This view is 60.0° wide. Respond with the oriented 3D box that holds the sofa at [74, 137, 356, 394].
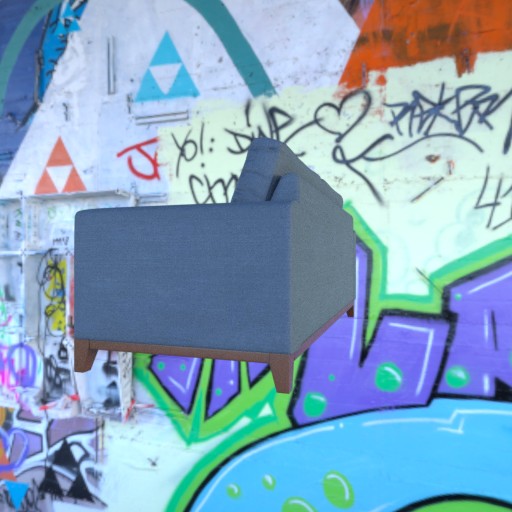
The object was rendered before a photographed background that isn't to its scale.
[{"bbox_3d":[0.000,0.000,2.417,0.877,0.865,1.900,0,0,19],"label":"sofa"}]
